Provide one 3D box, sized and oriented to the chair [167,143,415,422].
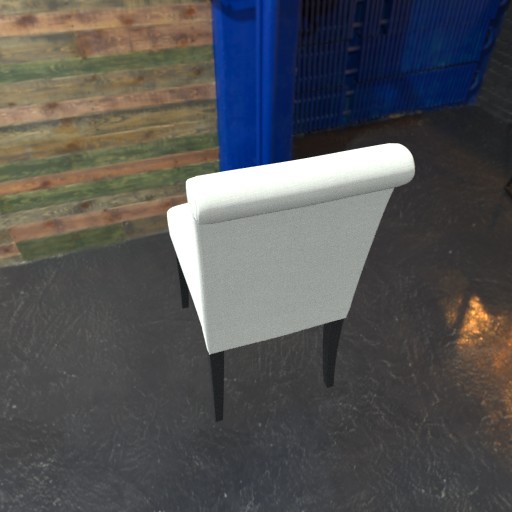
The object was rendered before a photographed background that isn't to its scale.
[{"bbox_3d":[0.000,0.000,1.374,0.452,0.976,0.708,-12,43,-14],"label":"chair"}]
